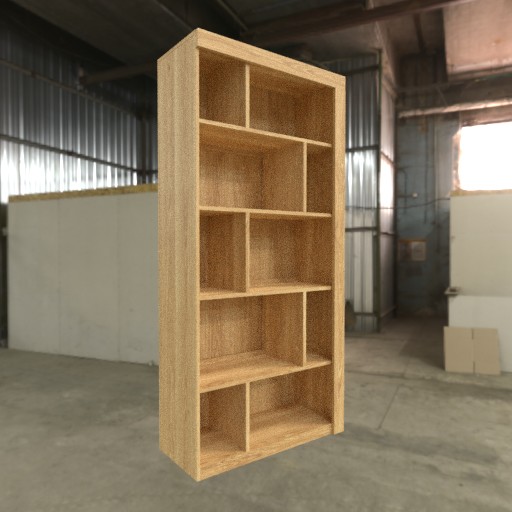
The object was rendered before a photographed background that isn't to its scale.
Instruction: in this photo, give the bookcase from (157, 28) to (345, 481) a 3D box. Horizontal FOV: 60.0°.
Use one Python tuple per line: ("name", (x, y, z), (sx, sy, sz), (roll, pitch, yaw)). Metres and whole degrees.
("bookcase", (0.000, 0.000, 2.414), (0.950, 2.020, 0.420), (-1, 2, -37))
